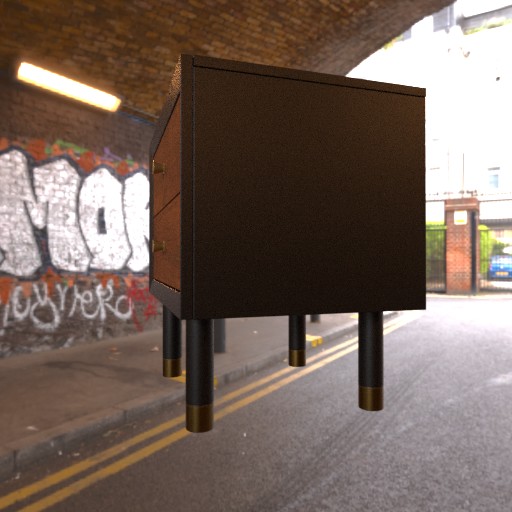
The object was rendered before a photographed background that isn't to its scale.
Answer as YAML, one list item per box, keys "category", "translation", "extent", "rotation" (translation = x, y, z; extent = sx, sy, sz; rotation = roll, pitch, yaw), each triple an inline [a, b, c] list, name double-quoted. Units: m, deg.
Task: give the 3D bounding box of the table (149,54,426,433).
- category: "table"
  translation: [0.000, 0.000, 0.970]
  extent: [0.441, 0.584, 0.564]
  rotation: [0, 0, -18]
